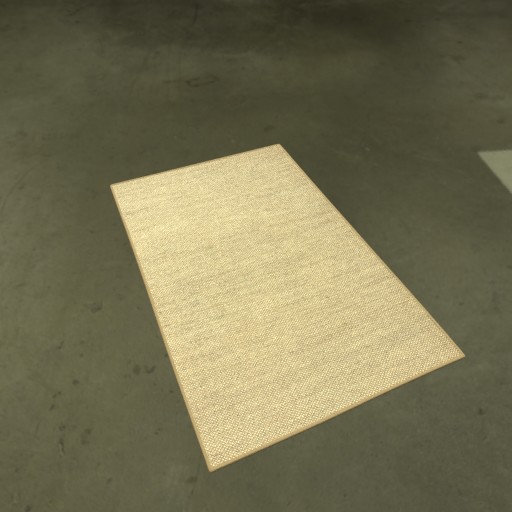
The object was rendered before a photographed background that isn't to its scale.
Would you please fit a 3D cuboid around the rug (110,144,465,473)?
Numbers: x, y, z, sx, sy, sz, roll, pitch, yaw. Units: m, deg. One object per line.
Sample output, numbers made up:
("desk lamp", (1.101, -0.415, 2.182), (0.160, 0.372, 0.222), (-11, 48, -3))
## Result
("rug", (0.000, 0.000, 2.106), (1.062, 0.013, 1.667), (-18, 49, -16))
